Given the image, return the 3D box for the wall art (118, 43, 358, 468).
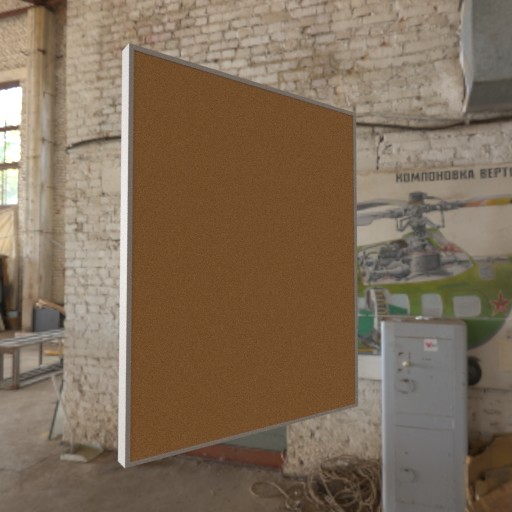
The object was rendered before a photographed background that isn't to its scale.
[{"bbox_3d":[0.000,0.000,0.997,0.611,0.763,0.055,1,-2,-36],"label":"wall art"}]
